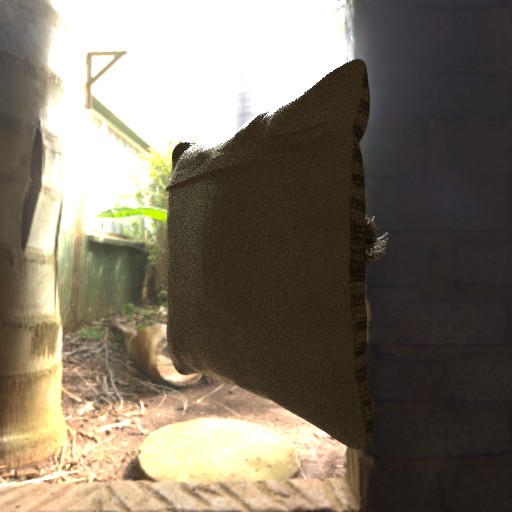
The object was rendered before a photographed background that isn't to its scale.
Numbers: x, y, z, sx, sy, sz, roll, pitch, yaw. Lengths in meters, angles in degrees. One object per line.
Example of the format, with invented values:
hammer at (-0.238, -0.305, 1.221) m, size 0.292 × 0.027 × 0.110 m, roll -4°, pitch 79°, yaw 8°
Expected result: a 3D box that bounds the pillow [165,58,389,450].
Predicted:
pillow at (0.000, 0.000, 0.746) m, size 0.234 × 0.490 × 0.484 m, roll 1°, pitch -1°, yaw -36°
